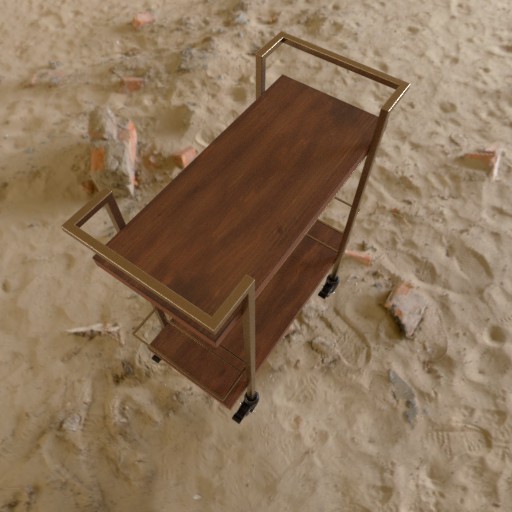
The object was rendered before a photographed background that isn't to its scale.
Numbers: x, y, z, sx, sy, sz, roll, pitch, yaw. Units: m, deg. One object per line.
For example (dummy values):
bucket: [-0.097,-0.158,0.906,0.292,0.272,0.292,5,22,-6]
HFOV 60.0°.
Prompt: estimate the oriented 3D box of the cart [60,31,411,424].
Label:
cart: [0.000,0.000,1.194,0.364,0.807,0.695,31,64,17]
